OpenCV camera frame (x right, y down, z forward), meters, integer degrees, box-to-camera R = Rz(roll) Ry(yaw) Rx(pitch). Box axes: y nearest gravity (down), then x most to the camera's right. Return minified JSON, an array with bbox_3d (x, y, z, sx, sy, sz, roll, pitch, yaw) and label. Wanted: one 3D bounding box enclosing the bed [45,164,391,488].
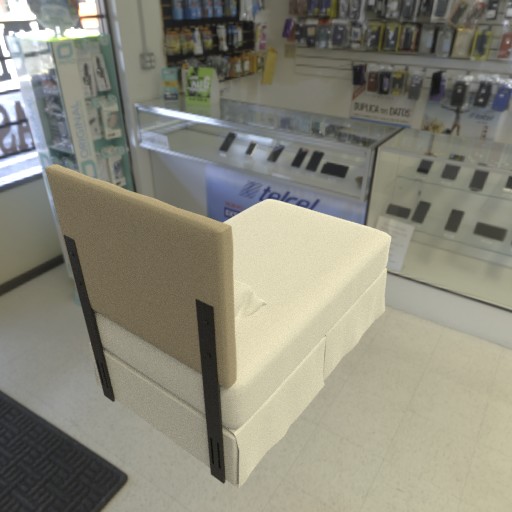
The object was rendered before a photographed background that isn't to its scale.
[{"bbox_3d":[0.000,0.000,2.950,1.261,1.571,1.997,21,37,31],"label":"bed"}]
